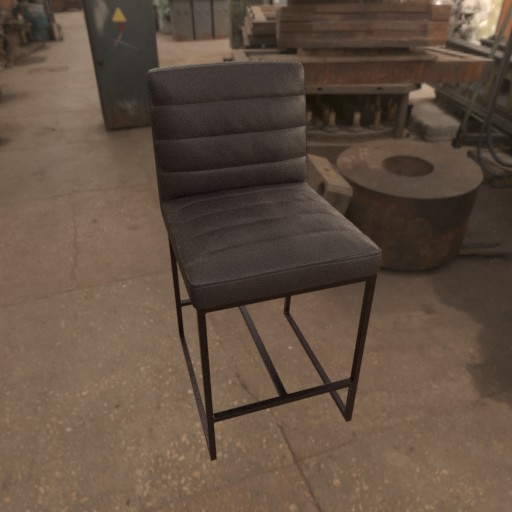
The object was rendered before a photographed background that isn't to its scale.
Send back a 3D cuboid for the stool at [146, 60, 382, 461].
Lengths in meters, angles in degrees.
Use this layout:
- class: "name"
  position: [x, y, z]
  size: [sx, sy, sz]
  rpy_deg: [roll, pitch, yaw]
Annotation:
- class: "stool"
  position: [0.000, 0.000, 1.256]
  size: [0.463, 0.946, 0.562]
  rpy_deg: [-10, 34, -15]
